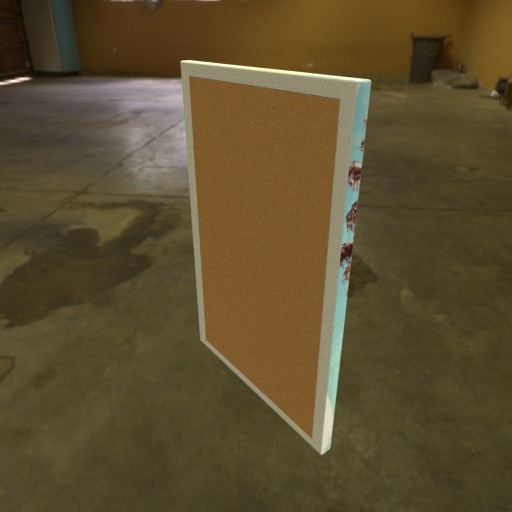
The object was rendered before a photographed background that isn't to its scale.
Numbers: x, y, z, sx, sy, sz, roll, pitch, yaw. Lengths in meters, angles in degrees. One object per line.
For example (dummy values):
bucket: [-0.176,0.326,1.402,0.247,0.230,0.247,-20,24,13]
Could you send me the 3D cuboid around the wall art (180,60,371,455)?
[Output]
wall art: [0.000,0.000,1.168,0.037,0.915,0.605,-20,33,-33]
